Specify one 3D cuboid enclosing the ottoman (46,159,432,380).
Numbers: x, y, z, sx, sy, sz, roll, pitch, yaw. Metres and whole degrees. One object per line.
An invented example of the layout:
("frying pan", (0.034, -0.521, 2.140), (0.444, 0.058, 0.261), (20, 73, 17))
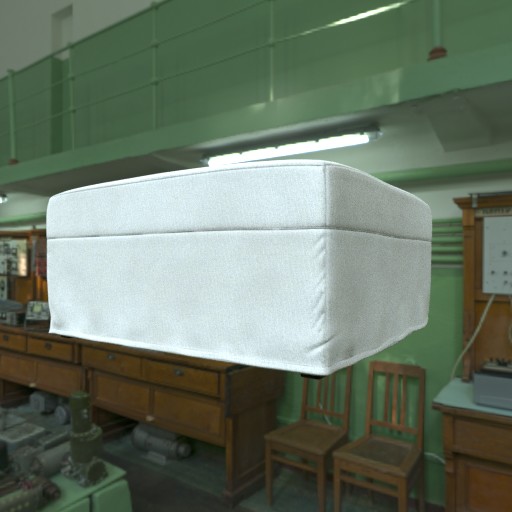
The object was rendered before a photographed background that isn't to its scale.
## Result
("ottoman", (0.000, 0.000, 1.306), (0.843, 0.441, 0.842), (0, 0, 33))
